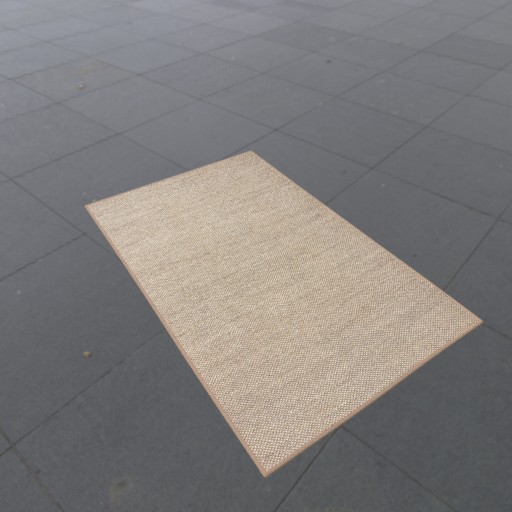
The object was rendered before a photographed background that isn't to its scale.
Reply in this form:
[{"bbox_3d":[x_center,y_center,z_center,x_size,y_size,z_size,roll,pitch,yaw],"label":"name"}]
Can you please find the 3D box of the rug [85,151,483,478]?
[{"bbox_3d":[0.000,0.000,2.044,1.061,0.012,1.668,-24,47,-25],"label":"rug"}]
